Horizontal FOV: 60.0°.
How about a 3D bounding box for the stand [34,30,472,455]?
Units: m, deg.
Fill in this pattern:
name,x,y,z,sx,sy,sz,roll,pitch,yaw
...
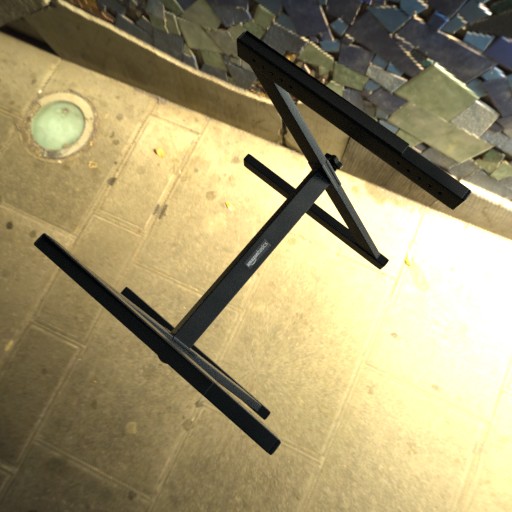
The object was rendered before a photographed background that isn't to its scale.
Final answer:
name,x,y,z,sx,sy,sz,roll,pitch,yaw
stand,0.000,0.000,1.144,0.586,0.617,0.700,39,79,9
